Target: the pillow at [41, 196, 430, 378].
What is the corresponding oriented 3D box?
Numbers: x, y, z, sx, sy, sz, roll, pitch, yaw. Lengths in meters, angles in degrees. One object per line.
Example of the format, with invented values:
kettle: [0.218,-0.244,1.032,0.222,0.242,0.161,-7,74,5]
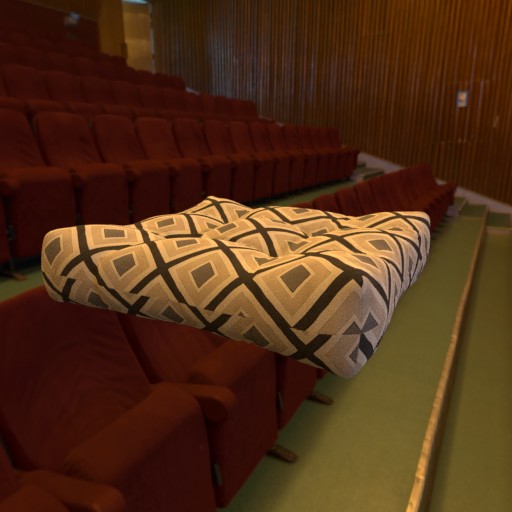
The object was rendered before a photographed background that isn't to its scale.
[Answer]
pillow: [0.000,0.000,0.728,0.490,0.128,0.468,8,17,27]
